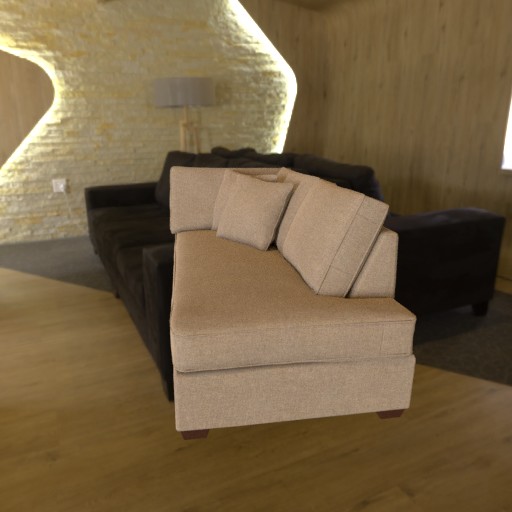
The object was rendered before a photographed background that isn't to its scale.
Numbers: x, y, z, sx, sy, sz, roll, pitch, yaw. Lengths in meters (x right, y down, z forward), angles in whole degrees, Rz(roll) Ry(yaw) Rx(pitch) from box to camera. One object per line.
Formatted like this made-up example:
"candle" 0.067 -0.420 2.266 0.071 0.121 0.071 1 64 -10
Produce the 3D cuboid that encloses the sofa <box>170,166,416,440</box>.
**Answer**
"sofa" 0.000 0.000 2.859 1.110 1.019 2.238 -3 16 -9
